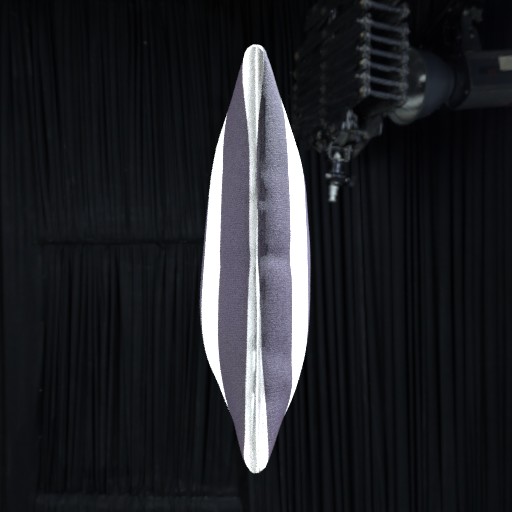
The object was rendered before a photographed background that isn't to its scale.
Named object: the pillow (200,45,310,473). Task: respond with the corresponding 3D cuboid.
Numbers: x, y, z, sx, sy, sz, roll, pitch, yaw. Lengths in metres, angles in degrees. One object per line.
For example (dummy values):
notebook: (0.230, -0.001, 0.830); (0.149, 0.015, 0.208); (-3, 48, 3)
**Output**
pillow: (0.000, 0.000, 0.798); (0.189, 0.526, 0.536); (0, 0, 1)
